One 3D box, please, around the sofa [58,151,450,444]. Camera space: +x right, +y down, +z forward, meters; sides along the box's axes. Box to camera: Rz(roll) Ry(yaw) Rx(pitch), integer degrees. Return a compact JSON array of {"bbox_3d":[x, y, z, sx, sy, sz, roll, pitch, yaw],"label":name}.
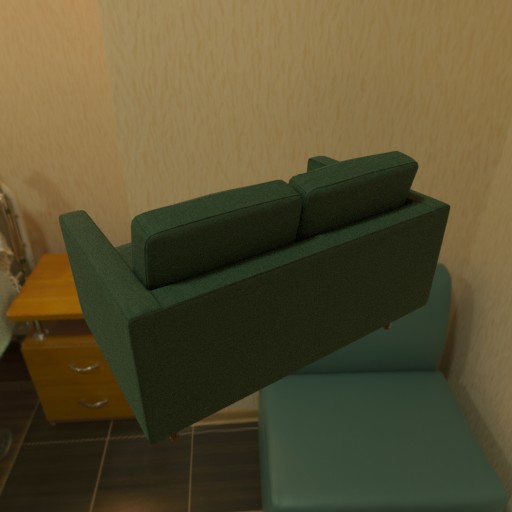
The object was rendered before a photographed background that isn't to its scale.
[{"bbox_3d":[0.000,0.000,1.989,1.430,0.899,0.879,-19,35,-28],"label":"sofa"}]
